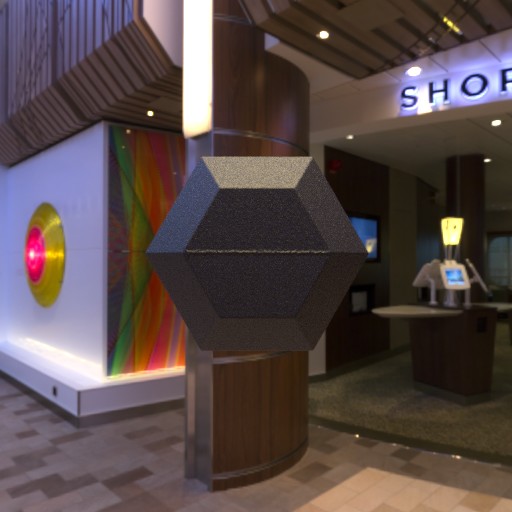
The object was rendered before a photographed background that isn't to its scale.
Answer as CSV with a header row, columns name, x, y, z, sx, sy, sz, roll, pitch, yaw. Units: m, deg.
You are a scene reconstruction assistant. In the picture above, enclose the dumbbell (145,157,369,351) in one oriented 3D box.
name,x,y,z,sx,sy,sz,roll,pitch,yaw
dumbbell,0.000,0.000,0.432,0.141,0.123,0.356,0,-1,0
